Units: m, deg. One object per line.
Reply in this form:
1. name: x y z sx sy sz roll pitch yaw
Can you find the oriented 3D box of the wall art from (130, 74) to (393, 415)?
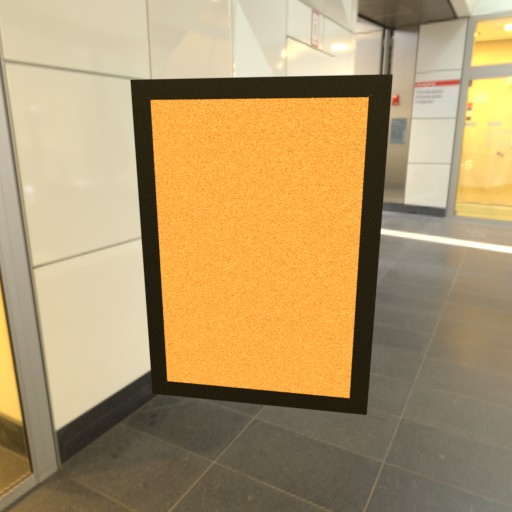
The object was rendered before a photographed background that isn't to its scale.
1. wall art: 0.000 0.000 0.610 0.326 0.459 0.011 3 16 9
